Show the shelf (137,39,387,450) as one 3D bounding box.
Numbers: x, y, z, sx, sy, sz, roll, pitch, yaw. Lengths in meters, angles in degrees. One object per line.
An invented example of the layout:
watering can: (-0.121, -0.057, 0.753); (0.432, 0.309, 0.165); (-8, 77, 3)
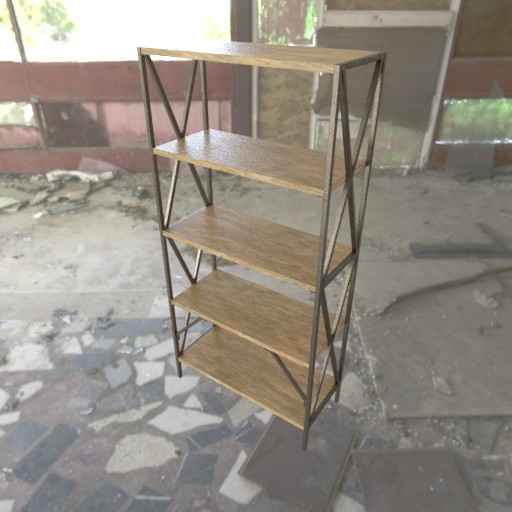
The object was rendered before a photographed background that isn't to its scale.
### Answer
shelf: (0.000, 0.000, 2.123); (0.874, 1.803, 0.386); (20, 36, 29)
